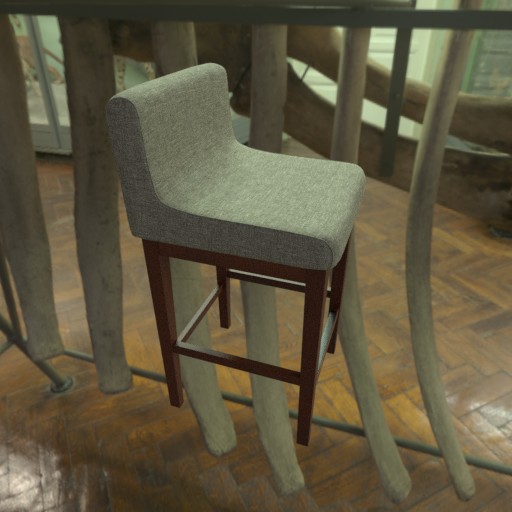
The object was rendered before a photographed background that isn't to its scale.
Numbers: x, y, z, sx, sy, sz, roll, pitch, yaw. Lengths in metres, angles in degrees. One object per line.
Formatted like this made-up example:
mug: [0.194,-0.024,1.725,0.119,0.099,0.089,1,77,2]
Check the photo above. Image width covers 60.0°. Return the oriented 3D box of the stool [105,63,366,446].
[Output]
stool: [0.000,0.000,1.109,0.459,0.835,0.417,10,33,16]
